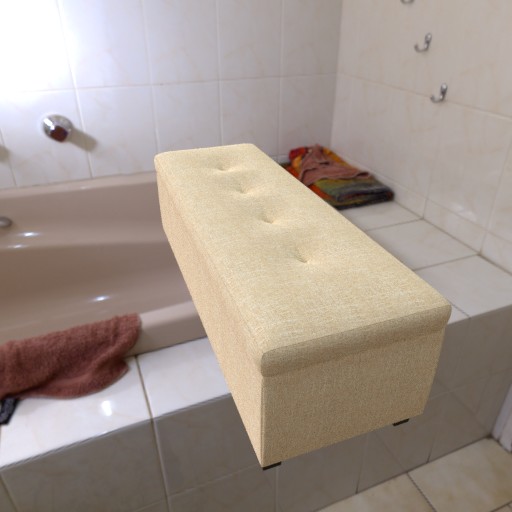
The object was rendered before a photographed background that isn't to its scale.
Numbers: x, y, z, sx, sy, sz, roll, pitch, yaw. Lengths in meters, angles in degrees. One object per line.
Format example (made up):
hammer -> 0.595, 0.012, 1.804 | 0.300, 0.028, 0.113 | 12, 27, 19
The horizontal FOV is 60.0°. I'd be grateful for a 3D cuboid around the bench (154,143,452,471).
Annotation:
bench -> 0.000, 0.000, 1.421 | 0.432, 0.406, 1.219 | -10, 32, -17
